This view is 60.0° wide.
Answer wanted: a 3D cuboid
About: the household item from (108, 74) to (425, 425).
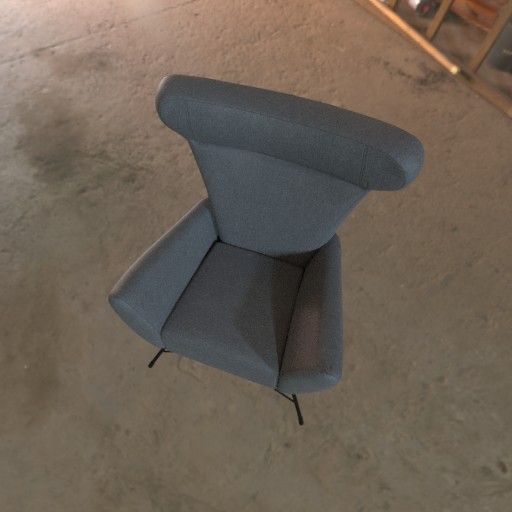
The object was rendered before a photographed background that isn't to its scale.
[{"bbox_3d":[0.000,0.000,1.795,0.980,1.050,0.900,17,60,10],"label":"household item"}]
